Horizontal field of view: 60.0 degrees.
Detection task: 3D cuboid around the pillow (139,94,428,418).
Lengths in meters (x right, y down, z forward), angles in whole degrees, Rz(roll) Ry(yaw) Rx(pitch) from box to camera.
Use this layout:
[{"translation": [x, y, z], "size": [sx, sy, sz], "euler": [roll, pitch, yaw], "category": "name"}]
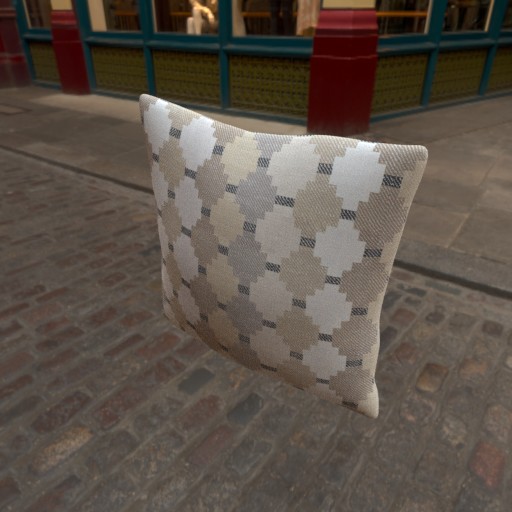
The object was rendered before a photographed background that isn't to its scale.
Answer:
[{"translation": [0.000, 0.000, 0.876], "size": [0.578, 0.558, 0.192], "euler": [19, 35, 29], "category": "pillow"}]
